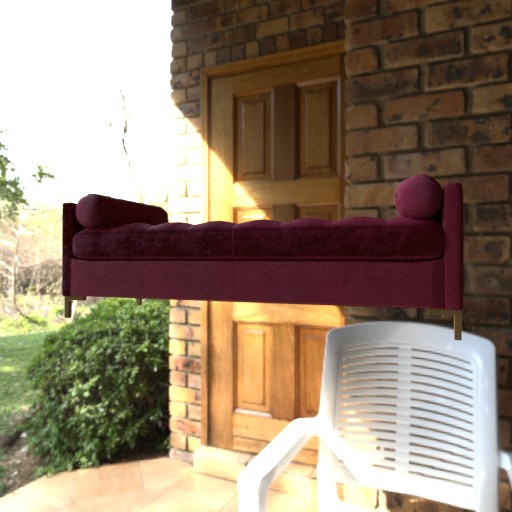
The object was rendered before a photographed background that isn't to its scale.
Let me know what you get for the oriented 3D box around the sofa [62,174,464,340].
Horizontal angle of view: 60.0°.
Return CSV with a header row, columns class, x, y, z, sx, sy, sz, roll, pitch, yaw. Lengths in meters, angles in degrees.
class,x,y,z,sx,sy,sz,roll,pitch,yaw
sofa,0.000,0.000,2.525,2.102,0.705,0.796,0,0,19
